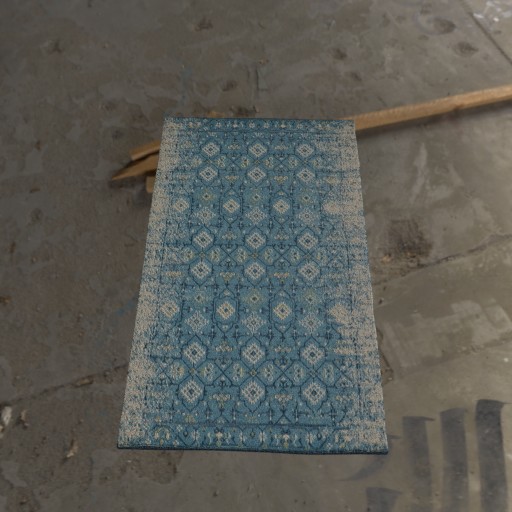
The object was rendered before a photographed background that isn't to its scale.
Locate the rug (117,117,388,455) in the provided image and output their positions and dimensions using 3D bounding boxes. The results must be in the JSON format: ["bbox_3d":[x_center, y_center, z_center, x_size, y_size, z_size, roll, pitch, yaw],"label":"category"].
[{"bbox_3d":[0.000,0.000,3.005,1.530,0.015,2.449,1,64,0],"label":"rug"}]
